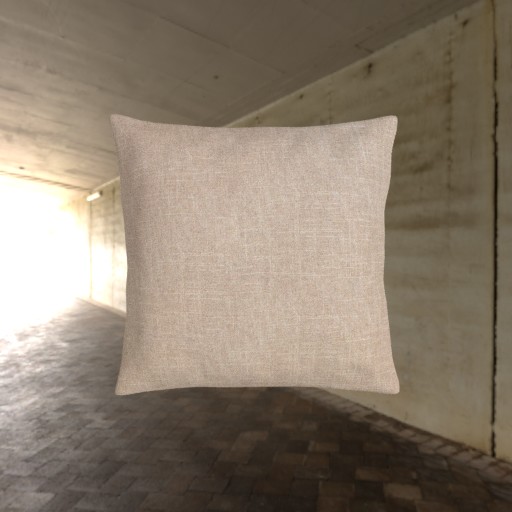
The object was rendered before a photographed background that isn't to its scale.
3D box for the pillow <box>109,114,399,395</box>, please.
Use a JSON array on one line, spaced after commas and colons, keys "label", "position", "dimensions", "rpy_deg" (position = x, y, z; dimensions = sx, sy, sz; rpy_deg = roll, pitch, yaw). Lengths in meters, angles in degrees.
[{"label": "pillow", "position": [0.000, 0.000, 0.802], "dimensions": [0.523, 0.506, 0.166], "rpy_deg": [0, 1, 0]}]
